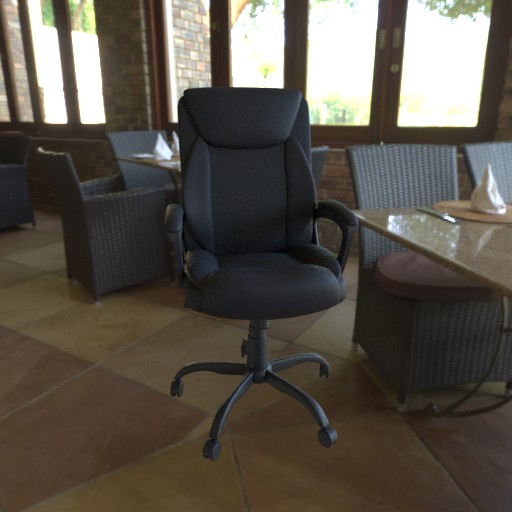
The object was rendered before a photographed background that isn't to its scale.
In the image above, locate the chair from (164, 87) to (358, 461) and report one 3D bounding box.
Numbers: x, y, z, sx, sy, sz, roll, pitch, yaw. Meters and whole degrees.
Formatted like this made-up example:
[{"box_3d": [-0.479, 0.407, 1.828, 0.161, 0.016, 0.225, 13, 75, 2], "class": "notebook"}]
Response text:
[{"box_3d": [0.000, 0.000, 1.459, 0.615, 1.072, 0.655, -3, 18, -9], "class": "chair"}]
